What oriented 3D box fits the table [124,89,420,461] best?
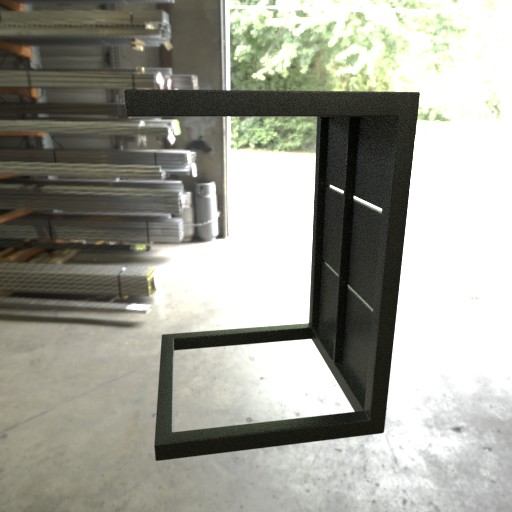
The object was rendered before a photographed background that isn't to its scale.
[{"bbox_3d":[0.000,0.000,0.897,0.420,0.609,0.405,-3,18,-9],"label":"table"}]
